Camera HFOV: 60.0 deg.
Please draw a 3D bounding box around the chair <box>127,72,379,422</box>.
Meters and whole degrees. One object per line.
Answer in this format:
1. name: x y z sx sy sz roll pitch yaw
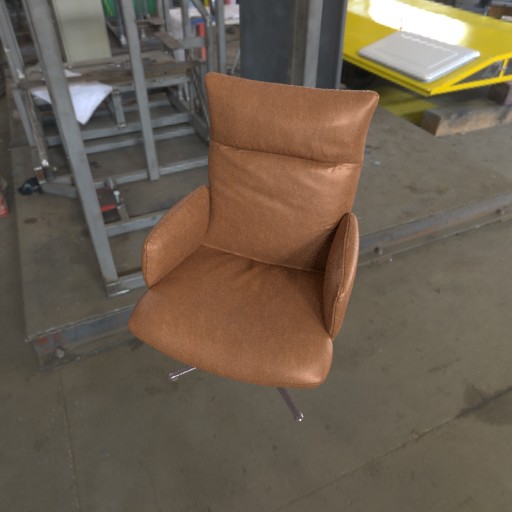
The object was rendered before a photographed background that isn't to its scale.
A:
1. chair: 0.000 0.000 1.584 0.711 1.027 0.794 13 41 15
